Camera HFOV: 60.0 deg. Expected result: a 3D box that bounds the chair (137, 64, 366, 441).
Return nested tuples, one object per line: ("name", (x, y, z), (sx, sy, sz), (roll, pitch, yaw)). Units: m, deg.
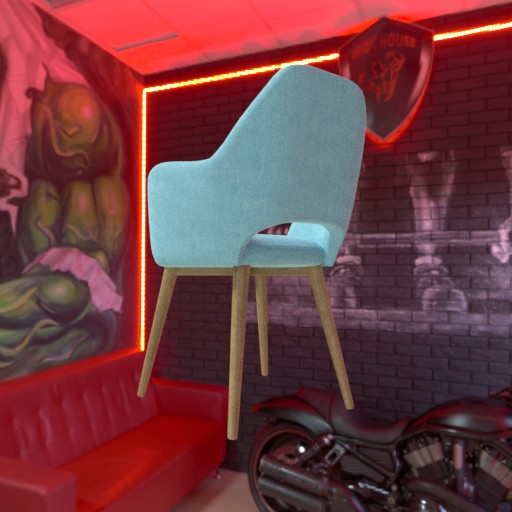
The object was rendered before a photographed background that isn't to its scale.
("chair", (0.000, 0.000, 1.248), (0.590, 0.840, 0.610), (1, -2, -35))
